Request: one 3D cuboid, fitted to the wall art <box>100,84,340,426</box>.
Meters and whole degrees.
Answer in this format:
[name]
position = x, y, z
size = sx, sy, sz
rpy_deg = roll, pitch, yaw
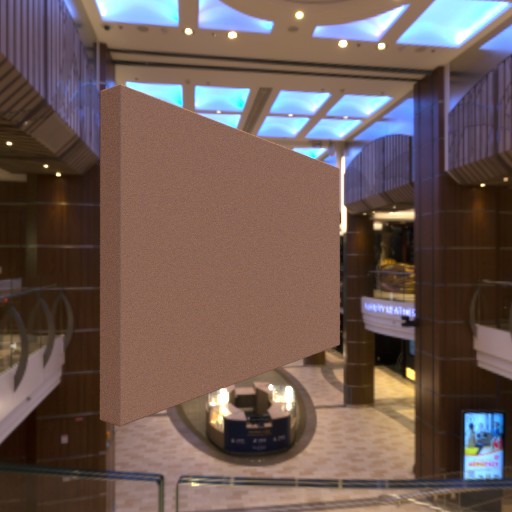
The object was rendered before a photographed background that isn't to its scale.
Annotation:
[wall art]
position = 0.000, 0.000, 0.786
size = 0.039, 0.407, 0.609
rpy_deg = 0, 0, 36
